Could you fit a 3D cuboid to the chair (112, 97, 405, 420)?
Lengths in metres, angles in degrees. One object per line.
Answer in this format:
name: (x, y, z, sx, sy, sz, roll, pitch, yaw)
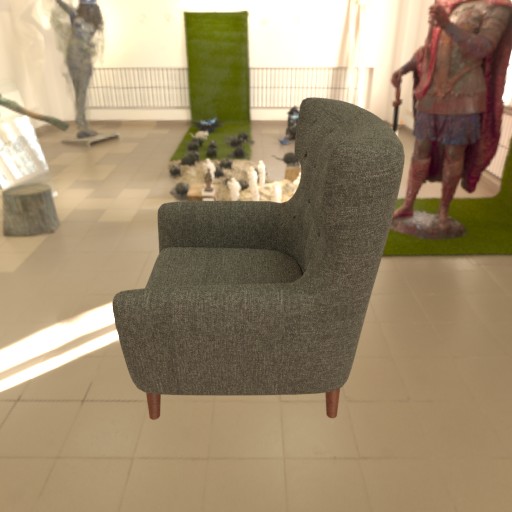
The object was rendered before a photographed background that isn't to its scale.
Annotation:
chair: (0.000, 0.000, 1.720, 0.904, 1.063, 0.878, 0, 27, -1)
